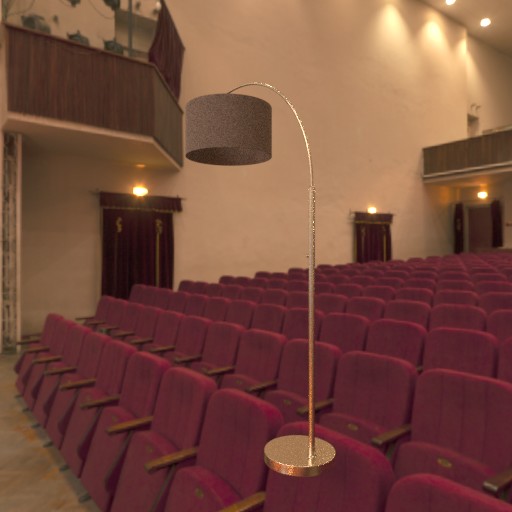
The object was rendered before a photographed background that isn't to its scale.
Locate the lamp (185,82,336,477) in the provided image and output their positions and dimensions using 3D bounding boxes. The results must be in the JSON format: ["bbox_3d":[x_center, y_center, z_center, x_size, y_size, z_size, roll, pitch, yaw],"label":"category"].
[{"bbox_3d":[0.000,0.000,2.144,0.452,1.735,0.934,0,0,-36],"label":"lamp"}]
